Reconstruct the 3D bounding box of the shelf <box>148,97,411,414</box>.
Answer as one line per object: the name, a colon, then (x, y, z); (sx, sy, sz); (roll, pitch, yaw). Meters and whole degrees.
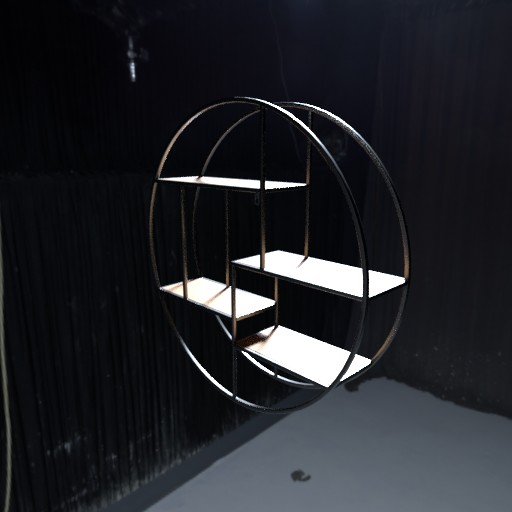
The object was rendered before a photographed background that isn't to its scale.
shelf: (0.000, 0.000, 1.334); (0.202, 0.888, 0.888); (-13, 19, -43)
